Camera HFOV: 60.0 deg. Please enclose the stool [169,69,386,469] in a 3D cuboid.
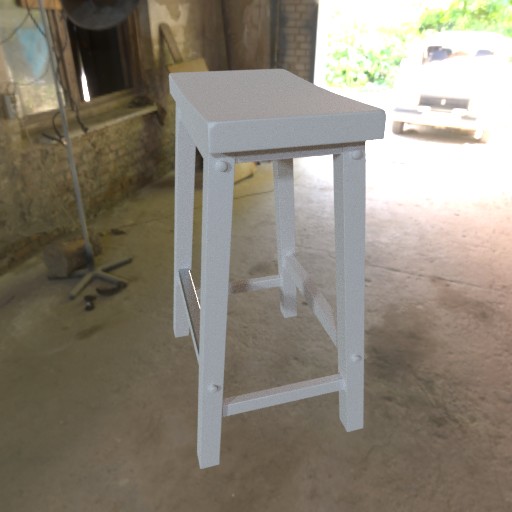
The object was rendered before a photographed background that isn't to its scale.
[{"bbox_3d":[0.000,0.000,0.848,0.322,0.610,0.406,-8,31,-14],"label":"stool"}]
